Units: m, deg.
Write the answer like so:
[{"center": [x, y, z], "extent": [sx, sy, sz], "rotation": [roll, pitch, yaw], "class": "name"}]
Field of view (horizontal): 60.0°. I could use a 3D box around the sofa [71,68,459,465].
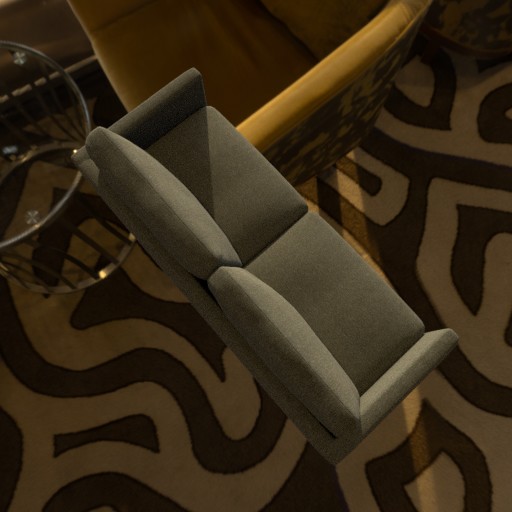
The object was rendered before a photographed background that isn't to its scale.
[{"center": [0.000, 0.000, 2.668], "extent": [0.948, 0.965, 2.208], "rotation": [-41, 79, -10], "class": "sofa"}]
